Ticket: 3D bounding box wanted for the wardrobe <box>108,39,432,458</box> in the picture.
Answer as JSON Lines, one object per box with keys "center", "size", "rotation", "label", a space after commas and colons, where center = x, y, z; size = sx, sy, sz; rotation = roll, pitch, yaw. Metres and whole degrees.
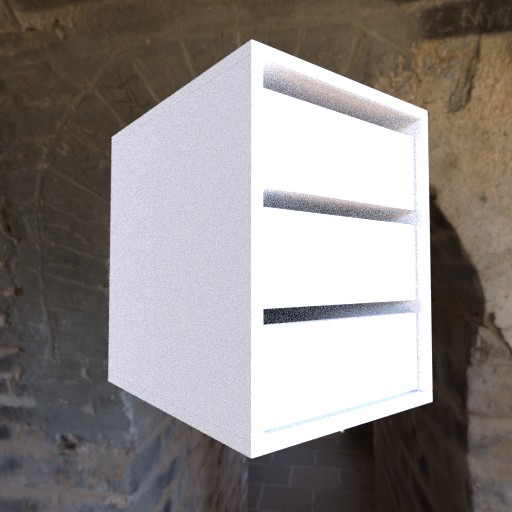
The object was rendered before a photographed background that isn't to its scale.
{"center": [0.000, 0.000, 0.867], "size": [0.400, 0.520, 0.500], "rotation": [2, -3, -38], "label": "wardrobe"}
